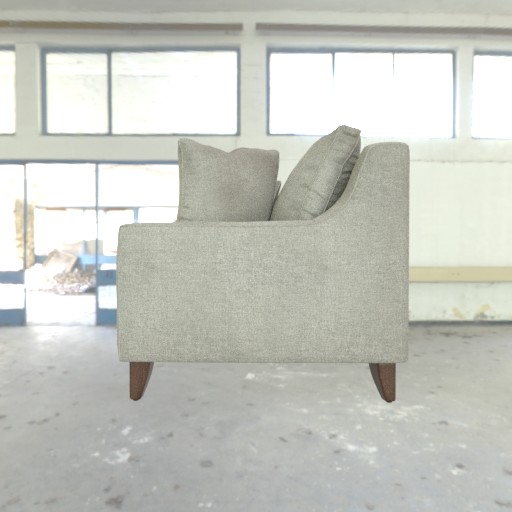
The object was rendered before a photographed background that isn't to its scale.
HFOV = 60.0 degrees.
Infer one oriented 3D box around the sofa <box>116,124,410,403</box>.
[{"bbox_3d":[0.000,0.000,2.000,0.915,0.863,1.422,0,1,0],"label":"sofa"}]
